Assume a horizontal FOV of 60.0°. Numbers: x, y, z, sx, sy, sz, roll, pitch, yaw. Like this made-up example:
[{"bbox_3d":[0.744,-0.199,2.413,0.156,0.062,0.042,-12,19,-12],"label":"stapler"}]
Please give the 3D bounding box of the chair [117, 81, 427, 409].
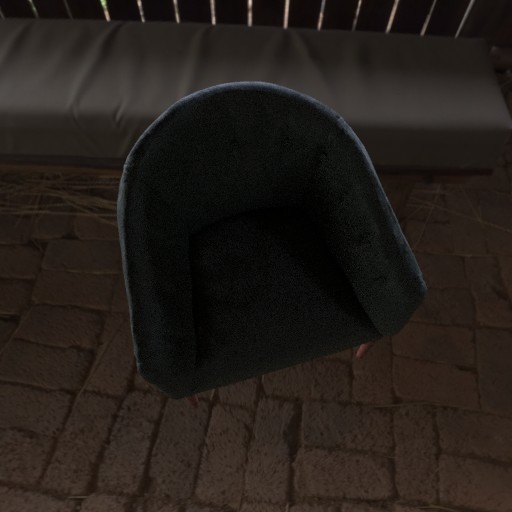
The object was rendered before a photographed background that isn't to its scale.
[{"bbox_3d":[0.000,0.000,1.531,0.851,0.885,0.776,-15,63,-8],"label":"chair"}]
